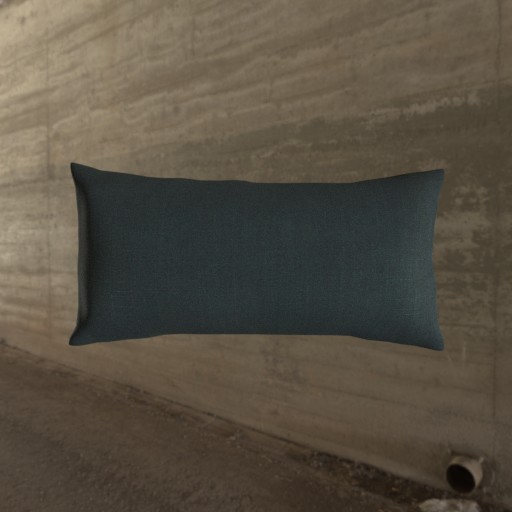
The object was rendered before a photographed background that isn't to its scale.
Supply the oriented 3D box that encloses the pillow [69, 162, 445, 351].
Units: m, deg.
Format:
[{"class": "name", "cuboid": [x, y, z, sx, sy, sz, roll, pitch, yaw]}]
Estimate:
[{"class": "pillow", "cuboid": [0.000, 0.000, 0.721, 0.609, 0.305, 0.151, 0, 1, 1]}]
